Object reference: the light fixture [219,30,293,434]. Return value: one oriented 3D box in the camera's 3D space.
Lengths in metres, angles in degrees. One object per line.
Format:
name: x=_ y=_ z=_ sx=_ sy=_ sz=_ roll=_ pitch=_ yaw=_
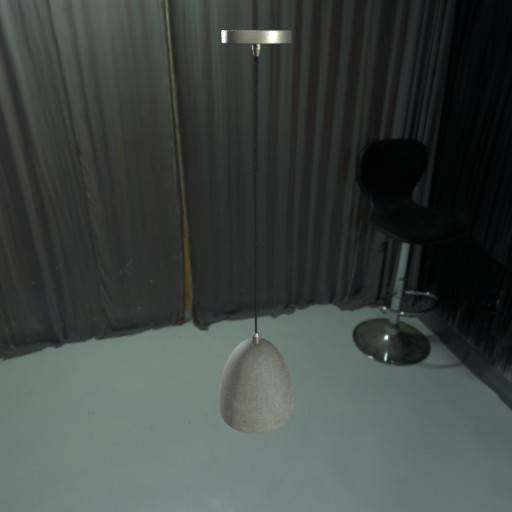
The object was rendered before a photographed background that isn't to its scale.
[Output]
light fixture: x=0.000 y=0.000 z=0.837 sx=0.170 sy=0.759 sz=0.170 roll=-8 pitch=28 yaw=-15
